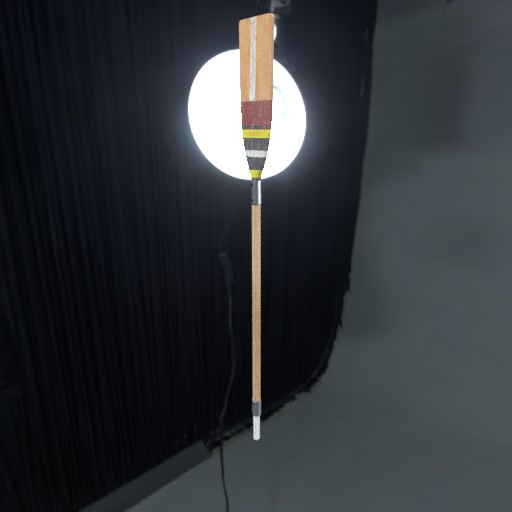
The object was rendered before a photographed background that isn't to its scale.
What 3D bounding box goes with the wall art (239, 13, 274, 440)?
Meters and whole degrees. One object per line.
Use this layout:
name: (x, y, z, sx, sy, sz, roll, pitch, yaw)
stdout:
wall art: (0.000, 0.000, 1.602, 0.146, 1.556, 0.038, 15, 22, 42)
